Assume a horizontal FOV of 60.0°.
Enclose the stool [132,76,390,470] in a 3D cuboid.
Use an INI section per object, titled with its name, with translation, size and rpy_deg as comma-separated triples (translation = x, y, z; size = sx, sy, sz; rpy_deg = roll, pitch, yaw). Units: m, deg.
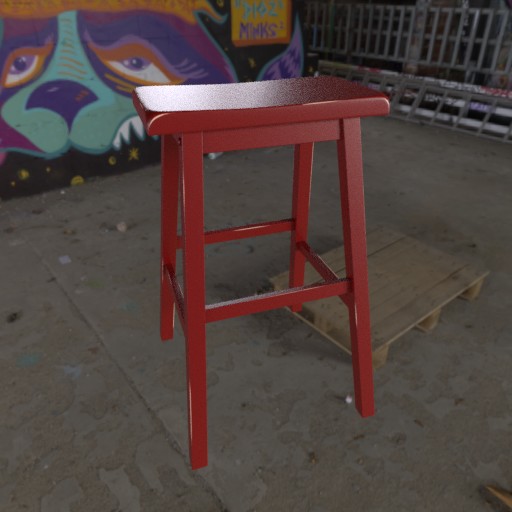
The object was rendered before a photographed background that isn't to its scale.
[stool]
translation = 0.000, 0.000, 1.037
size = 0.457, 0.737, 0.476
rpy_deg = -10, 32, -16
